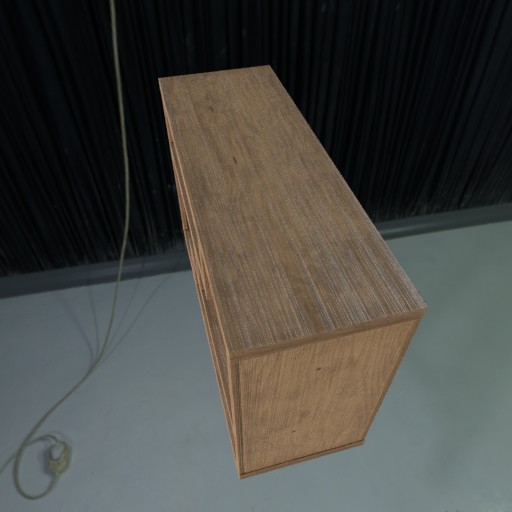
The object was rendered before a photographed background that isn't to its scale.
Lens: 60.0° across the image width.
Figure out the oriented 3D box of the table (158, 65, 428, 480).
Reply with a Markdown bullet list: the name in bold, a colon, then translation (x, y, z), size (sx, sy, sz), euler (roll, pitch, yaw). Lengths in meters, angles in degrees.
- **table**: translation (0.000, 0.000, 1.513), size (0.410, 0.771, 1.151), euler (-11, 48, -10)
